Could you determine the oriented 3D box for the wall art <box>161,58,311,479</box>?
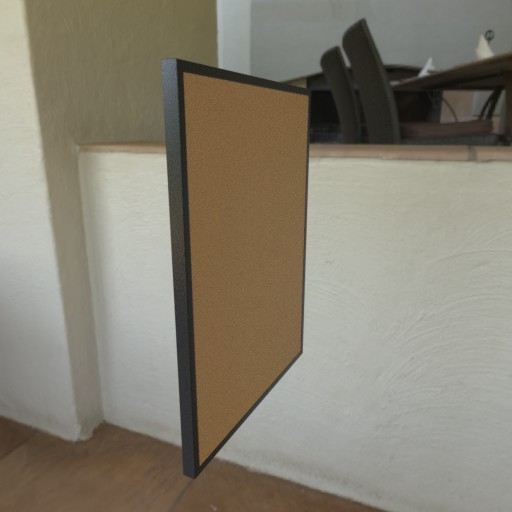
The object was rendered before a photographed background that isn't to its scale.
[{"bbox_3d":[0.000,0.000,1.418,0.039,1.061,0.804,8,18,26],"label":"wall art"}]
